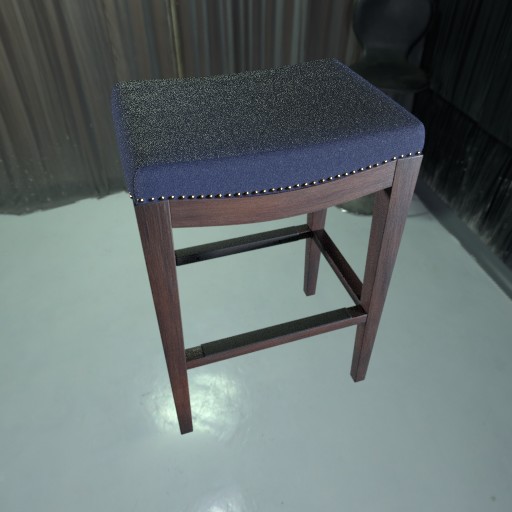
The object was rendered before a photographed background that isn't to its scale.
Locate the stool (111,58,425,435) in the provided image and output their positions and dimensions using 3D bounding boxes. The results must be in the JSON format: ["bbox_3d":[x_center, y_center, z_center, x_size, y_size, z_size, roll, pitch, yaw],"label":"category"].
[{"bbox_3d":[0.000,0.000,1.017,0.498,0.740,0.358,-12,43,-13],"label":"stool"}]
